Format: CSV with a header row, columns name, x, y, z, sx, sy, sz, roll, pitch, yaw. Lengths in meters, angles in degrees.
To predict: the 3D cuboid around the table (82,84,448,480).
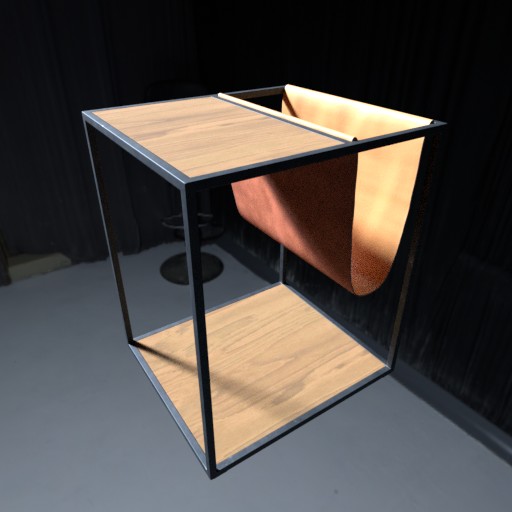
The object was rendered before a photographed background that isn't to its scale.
name,x,y,z,sx,sy,sz,roll,pitch,yaw
table,0.000,0.000,0.857,0.450,0.536,0.399,-19,36,-29
